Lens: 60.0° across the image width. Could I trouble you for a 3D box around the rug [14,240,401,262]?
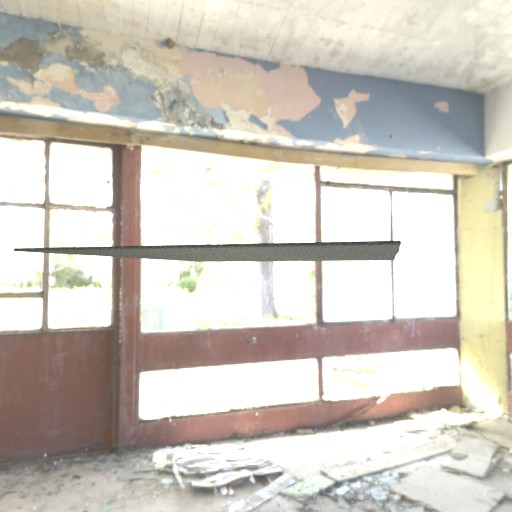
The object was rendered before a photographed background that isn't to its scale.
[{"bbox_3d":[0.000,0.000,4.035,2.456,0.021,3.042,-1,-2,17],"label":"rug"}]
